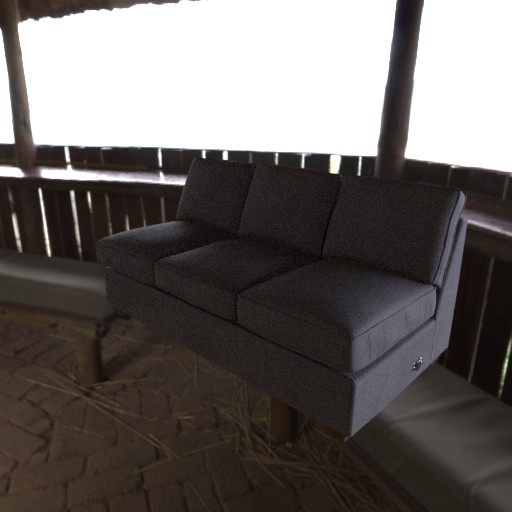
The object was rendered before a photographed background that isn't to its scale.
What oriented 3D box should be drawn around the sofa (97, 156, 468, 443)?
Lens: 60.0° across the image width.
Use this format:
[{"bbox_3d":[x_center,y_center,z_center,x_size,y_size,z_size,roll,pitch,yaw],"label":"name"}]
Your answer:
[{"bbox_3d":[0.000,0.000,2.568,1.962,0.973,1.027,16,24,41],"label":"sofa"}]
